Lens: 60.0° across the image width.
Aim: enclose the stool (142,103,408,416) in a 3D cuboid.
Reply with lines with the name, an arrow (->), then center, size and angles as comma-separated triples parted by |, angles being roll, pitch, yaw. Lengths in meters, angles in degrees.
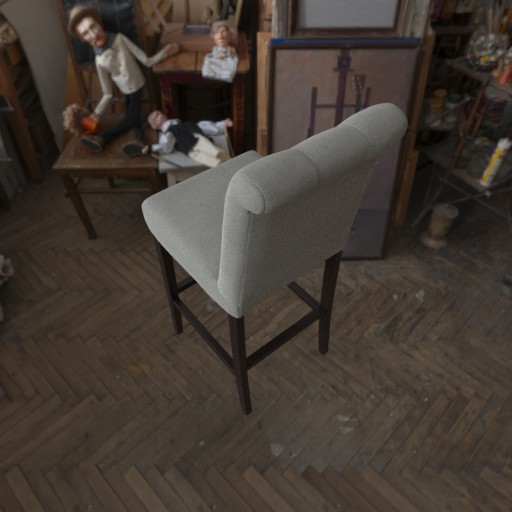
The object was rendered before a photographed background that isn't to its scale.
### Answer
stool -> 0.000, 0.000, 1.479 | 0.493, 1.140, 0.601 | -31, 54, -26
